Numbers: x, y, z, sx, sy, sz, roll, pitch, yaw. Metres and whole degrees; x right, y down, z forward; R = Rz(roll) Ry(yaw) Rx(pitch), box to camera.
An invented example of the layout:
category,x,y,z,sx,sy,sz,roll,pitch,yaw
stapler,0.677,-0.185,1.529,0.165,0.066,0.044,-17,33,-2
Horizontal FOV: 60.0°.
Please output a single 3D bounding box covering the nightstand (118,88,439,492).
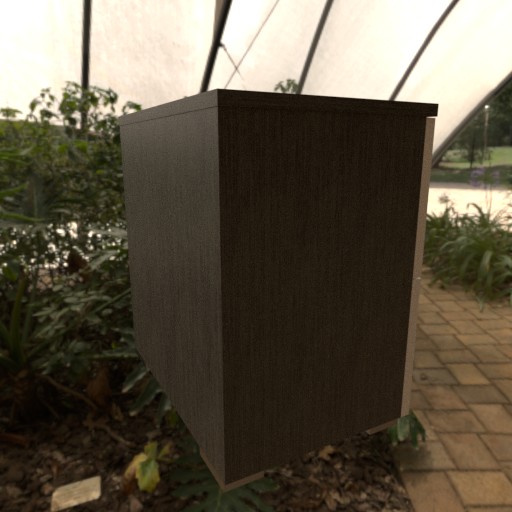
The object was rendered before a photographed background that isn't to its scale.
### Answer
category,x,y,z,sx,sy,sz,roll,pitch,yaw
nightstand,0.000,0.000,0.741,0.325,0.460,0.441,-7,15,-28
